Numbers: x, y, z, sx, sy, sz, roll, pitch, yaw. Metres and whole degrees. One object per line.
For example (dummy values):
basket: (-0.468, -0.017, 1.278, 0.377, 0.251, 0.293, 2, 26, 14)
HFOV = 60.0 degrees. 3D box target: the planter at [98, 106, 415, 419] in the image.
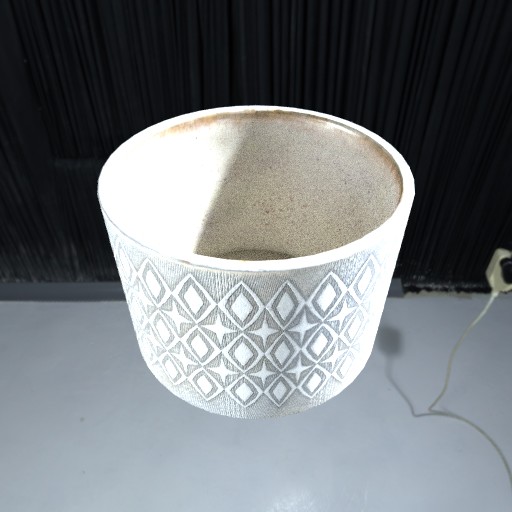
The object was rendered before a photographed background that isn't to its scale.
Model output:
planter: (0.000, 0.000, 0.316, 0.186, 0.144, 0.186, 0, 41, 0)
